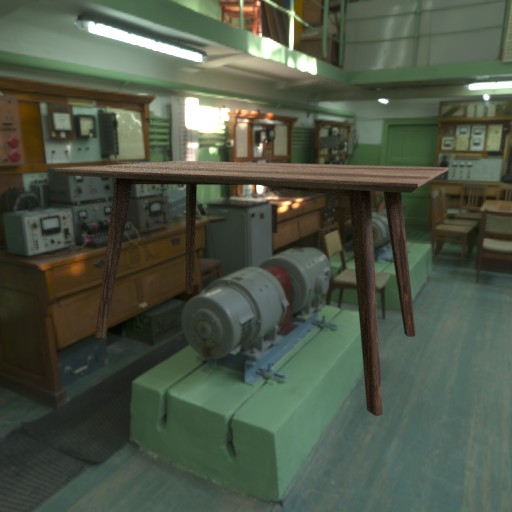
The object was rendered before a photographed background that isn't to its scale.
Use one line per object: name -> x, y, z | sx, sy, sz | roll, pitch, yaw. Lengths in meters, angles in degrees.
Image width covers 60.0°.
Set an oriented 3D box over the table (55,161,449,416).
table -> 0.000, 0.000, 1.855 | 1.349, 0.724, 0.801 | 8, 16, 27
